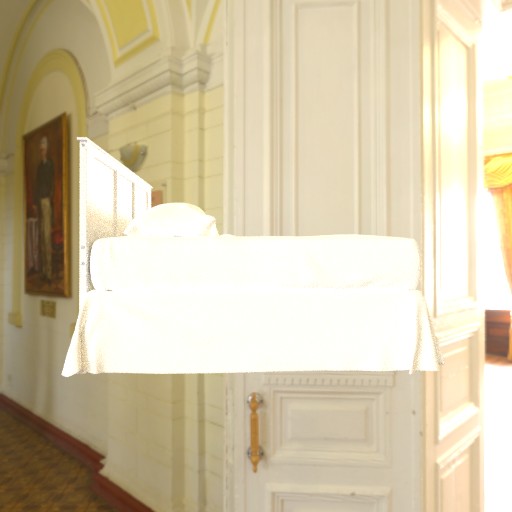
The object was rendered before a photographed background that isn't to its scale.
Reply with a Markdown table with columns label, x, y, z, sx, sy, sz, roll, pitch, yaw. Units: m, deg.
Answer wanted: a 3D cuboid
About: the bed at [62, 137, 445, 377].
| label | x | y | z | sx | sy | sz | roll | pitch | yaw |
| --- | --- | --- | --- | --- | --- | --- | --- | --- | --- |
| bed | 0.000 | 0.000 | 3.222 | 2.047 | 1.269 | 1.876 | 0 | 0 | -1 |
